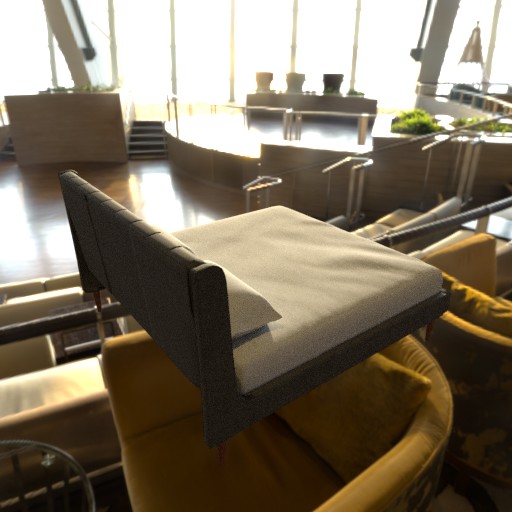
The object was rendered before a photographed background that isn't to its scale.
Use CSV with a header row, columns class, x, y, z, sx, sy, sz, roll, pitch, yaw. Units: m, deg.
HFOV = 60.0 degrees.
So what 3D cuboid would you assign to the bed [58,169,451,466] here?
class,x,y,z,sx,sy,sz,roll,pitch,yaw
bed,0.000,0.000,2.548,1.638,0.933,1.531,-18,30,-33
